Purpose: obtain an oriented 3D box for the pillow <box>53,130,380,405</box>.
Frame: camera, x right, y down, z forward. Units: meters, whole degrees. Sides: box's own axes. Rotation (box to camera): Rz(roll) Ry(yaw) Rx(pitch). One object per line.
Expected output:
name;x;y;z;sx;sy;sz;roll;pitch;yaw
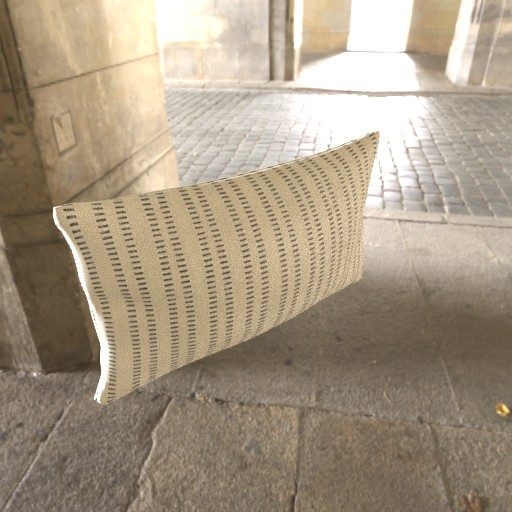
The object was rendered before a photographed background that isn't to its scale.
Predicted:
pillow;0.000;0.000;0.799;0.640;0.353;0.210;-21;36;-32
